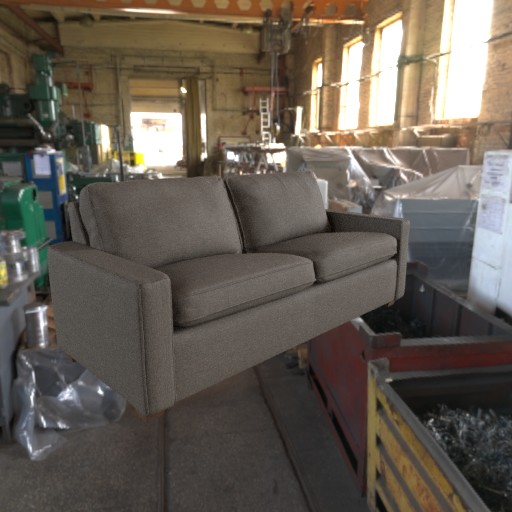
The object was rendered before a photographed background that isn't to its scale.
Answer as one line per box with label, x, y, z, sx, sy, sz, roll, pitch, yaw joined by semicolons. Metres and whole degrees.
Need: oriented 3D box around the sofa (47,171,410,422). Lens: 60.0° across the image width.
sofa;0.000;0.000;2.614;2.080;0.919;0.940;-13;19;-43
